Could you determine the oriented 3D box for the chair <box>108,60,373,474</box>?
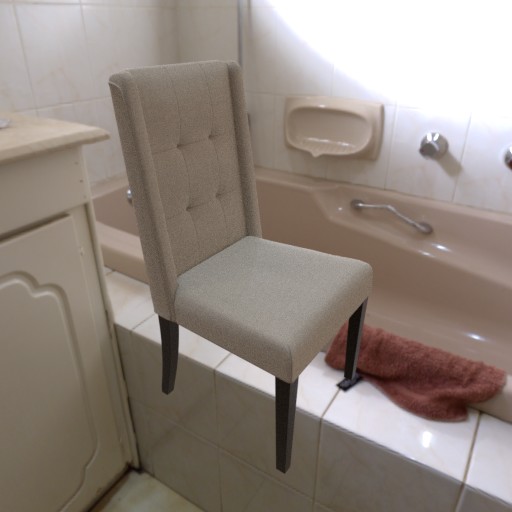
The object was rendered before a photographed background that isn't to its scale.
[{"bbox_3d":[0.000,0.000,1.230,0.523,0.961,0.474,18,33,30],"label":"chair"}]
